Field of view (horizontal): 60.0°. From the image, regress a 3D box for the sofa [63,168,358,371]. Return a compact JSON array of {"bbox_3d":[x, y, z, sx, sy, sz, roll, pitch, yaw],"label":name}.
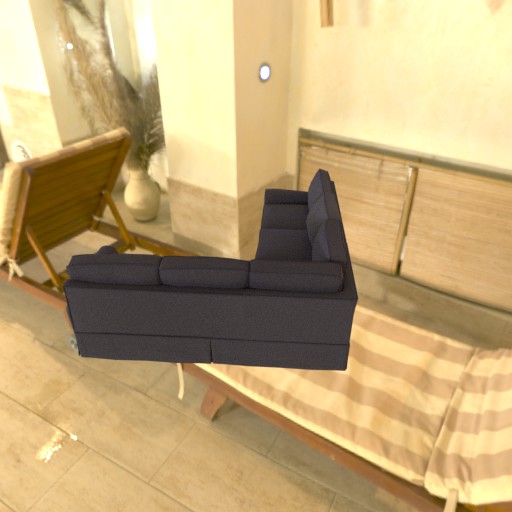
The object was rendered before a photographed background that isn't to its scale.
[{"bbox_3d":[0.000,0.000,5.091,2.874,1.169,3.773,21,37,29],"label":"sofa"}]
